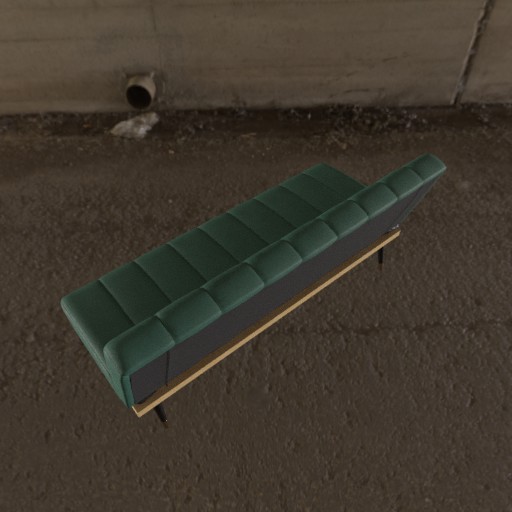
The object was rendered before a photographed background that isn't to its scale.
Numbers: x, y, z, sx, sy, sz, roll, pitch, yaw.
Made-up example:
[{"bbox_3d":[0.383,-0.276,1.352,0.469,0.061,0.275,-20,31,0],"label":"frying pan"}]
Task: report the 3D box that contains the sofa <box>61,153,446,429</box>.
[{"bbox_3d":[0.000,0.000,2.292,1.810,0.820,0.830,-31,53,-26],"label":"sofa"}]
